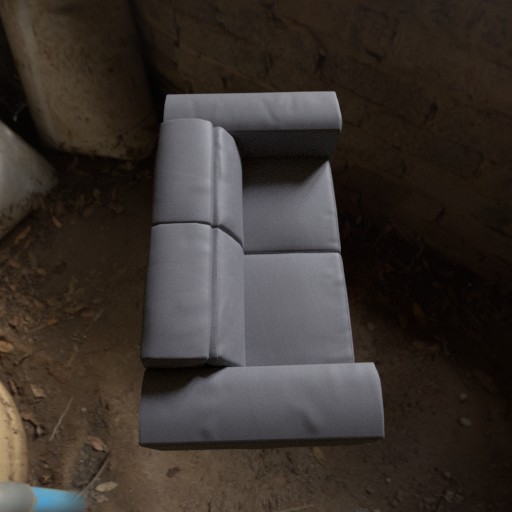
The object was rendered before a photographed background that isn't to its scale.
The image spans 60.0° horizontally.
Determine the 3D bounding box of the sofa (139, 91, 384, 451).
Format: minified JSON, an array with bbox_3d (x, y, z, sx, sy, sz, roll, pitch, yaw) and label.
[{"bbox_3d":[0.000,0.000,2.363,1.003,0.779,1.895,-1,64,-1],"label":"sofa"}]
